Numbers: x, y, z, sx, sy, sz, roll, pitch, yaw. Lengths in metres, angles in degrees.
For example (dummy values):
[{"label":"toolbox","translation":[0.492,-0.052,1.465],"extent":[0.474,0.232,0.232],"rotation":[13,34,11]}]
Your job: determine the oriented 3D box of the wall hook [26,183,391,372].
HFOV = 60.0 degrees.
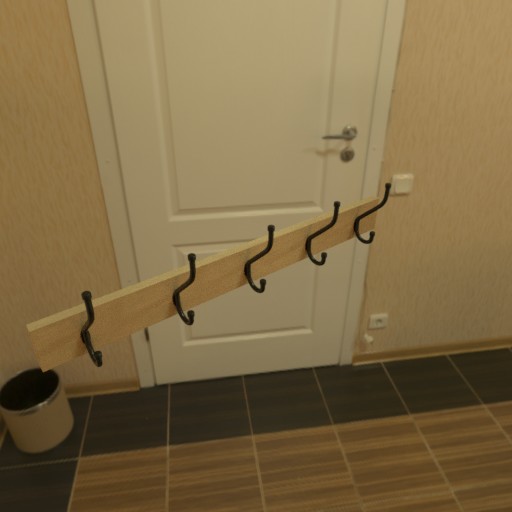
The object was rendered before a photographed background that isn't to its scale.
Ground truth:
[{"label":"wall hook","translation":[0.000,0.000,0.603],"extent":[0.571,0.117,0.071],"rotation":[-22,37,-32]}]
